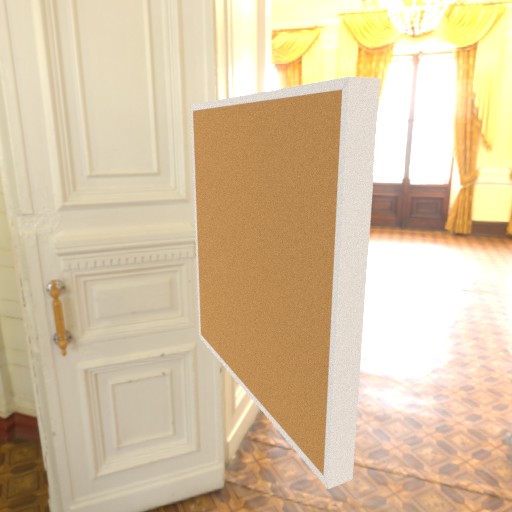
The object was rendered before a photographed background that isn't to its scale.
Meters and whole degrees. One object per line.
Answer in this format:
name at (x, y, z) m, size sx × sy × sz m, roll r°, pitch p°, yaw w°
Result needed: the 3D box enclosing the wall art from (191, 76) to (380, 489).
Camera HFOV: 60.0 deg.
wall art at (0.000, 0.000, 0.746) m, size 0.040 × 0.509 × 0.509 m, roll -7°, pitch 17°, yaw -25°
